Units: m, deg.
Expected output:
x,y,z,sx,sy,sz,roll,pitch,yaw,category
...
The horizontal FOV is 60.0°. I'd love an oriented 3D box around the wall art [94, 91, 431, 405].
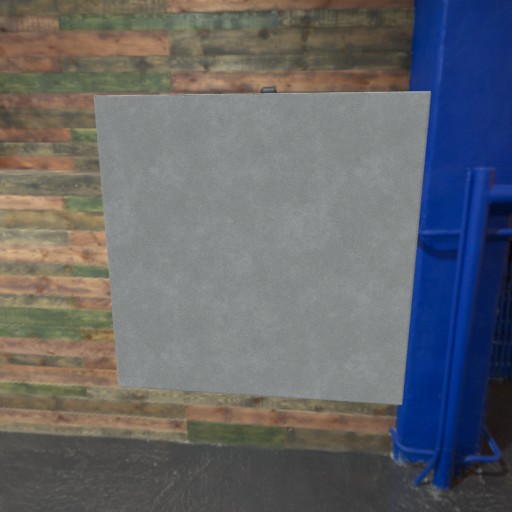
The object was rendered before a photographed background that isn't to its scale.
x,y,z,sx,sy,sz,roll,pitch,yaw,category
0.000,0.000,0.440,0.303,0.303,0.015,2,14,7,wall art
